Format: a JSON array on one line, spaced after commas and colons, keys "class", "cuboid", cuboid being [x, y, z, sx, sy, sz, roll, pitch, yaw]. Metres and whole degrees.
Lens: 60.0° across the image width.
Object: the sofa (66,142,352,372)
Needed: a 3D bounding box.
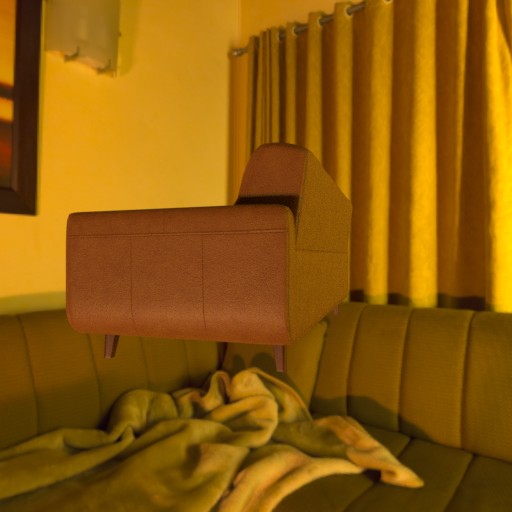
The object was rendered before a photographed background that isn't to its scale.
[{"class": "sofa", "cuboid": [0.000, 0.000, 2.660, 0.980, 0.892, 2.137, 0, 0, 17]}]
